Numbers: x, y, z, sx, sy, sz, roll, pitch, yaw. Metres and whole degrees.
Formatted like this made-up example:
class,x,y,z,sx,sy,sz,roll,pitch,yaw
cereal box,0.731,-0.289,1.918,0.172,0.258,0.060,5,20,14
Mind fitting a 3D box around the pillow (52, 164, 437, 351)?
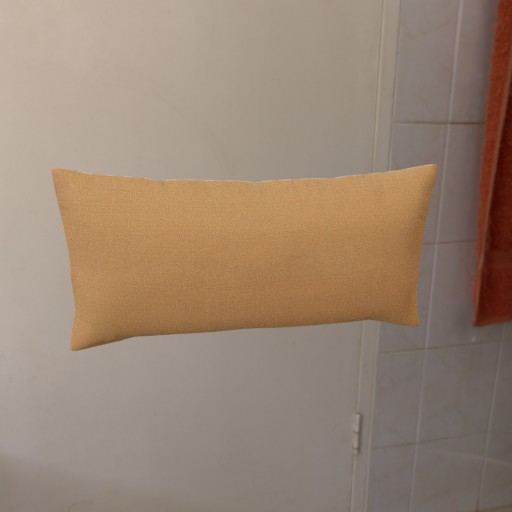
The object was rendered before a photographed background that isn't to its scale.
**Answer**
class,x,y,z,sx,sy,sz,roll,pitch,yaw
pillow,0.000,0.000,0.729,0.608,0.291,0.151,-2,15,-9
